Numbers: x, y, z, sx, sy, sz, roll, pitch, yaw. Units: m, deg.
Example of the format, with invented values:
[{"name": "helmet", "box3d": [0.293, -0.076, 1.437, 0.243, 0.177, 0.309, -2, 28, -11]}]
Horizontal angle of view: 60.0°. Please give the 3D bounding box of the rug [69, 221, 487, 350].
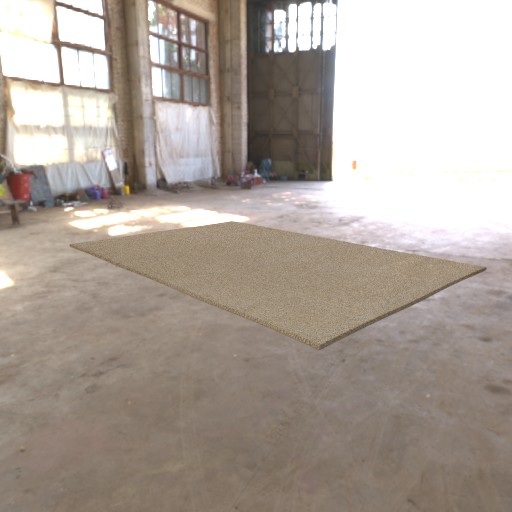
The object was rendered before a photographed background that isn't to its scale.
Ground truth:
[{"name": "rug", "box3d": [0.000, 0.000, 3.394, 1.800, 0.025, 2.699, -13, 19, -42]}]
